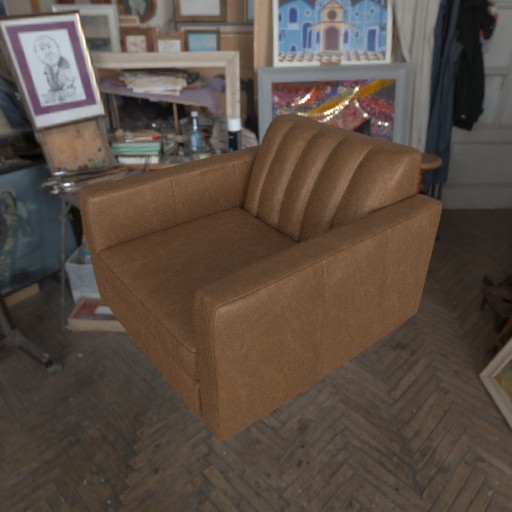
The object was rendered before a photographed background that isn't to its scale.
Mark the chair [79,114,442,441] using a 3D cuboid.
[{"bbox_3d":[0.000,0.000,1.699,0.998,0.819,0.953,-23,38,-32],"label":"chair"}]
